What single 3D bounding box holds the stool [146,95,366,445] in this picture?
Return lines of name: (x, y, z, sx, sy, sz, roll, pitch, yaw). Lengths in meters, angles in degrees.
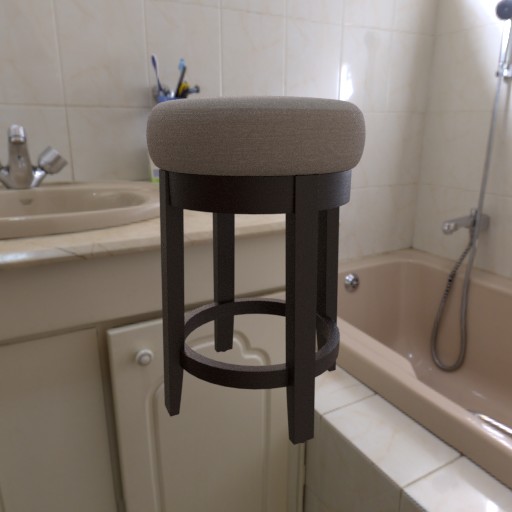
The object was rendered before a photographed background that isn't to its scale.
stool: (0.000, 0.000, 0.992, 0.443, 0.672, 0.443, 0, 16, 0)
